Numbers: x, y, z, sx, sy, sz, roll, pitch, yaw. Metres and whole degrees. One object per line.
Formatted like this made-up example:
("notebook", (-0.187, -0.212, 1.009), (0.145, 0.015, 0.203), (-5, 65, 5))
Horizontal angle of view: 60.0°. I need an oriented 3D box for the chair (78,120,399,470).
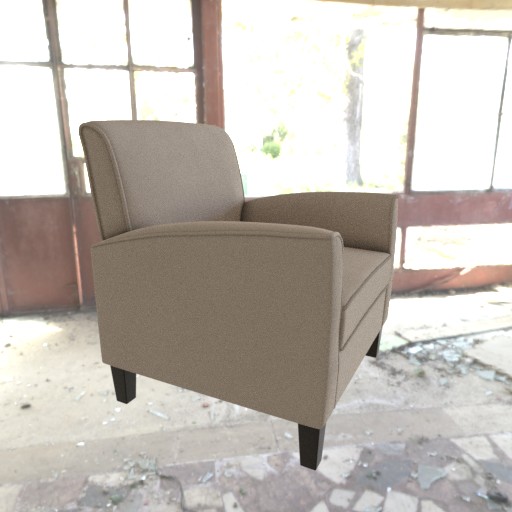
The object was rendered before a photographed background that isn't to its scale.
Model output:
("chair", (0.000, 0.000, 1.547), (0.820, 0.915, 0.820), (8, 17, 26))
